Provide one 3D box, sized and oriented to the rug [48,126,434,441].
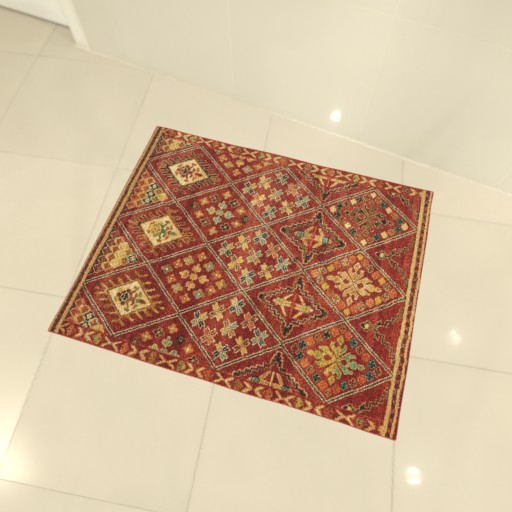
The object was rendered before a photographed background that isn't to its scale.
[{"bbox_3d":[0.000,0.000,4.233,3.086,0.030,2.489,15,64,7],"label":"rug"}]
